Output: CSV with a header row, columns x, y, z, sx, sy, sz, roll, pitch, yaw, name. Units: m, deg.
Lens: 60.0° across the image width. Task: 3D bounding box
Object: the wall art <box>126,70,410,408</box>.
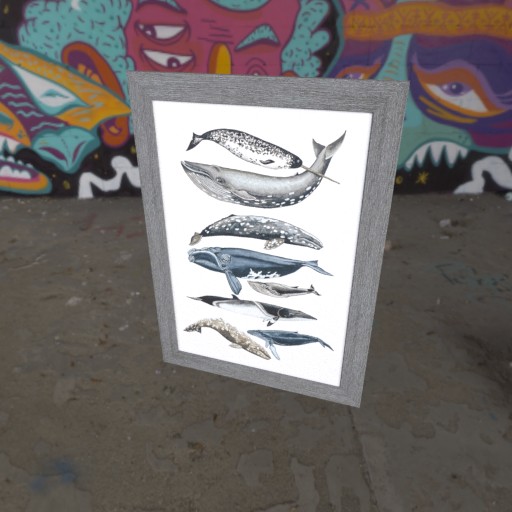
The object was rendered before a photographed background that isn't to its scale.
x,y,z,sx,sy,sz,roll,pitch,yaw,name
0.000,0.000,1.411,0.768,1.070,0.020,9,30,16,wall art
